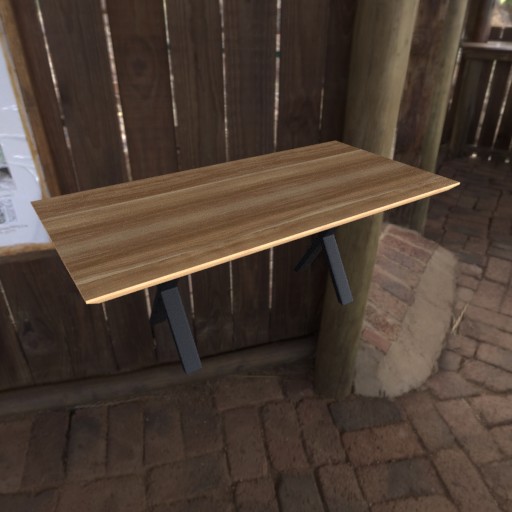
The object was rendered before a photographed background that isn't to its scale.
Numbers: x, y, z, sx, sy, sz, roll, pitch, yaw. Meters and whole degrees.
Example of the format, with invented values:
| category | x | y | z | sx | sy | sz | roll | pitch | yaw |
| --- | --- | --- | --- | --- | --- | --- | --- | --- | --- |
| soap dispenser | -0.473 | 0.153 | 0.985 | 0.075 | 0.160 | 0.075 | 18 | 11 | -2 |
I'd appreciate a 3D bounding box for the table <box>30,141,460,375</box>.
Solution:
| category | x | y | z | sx | sy | sz | roll | pitch | yaw |
| --- | --- | --- | --- | --- | --- | --- | --- | --- | --- |
| table | 0.000 | 0.000 | 2.486 | 2.000 | 0.770 | 1.000 | -18 | 35 | -29 |
